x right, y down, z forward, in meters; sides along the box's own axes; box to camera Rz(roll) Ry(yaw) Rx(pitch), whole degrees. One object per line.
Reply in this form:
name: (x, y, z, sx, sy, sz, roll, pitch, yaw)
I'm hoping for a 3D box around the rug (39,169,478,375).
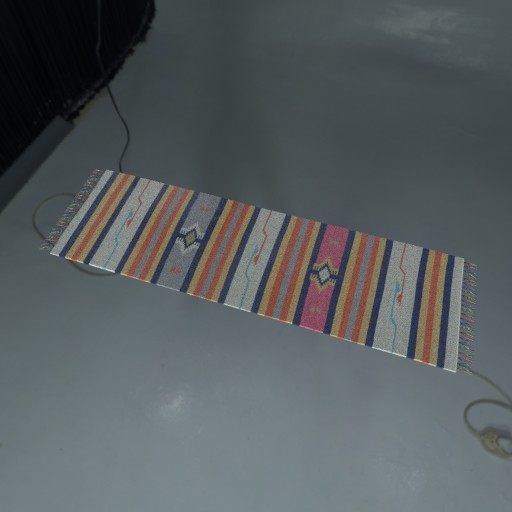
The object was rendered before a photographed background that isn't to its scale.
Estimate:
rug: (0.000, 0.000, 2.557, 2.455, 0.017, 0.695, 15, 58, 10)
